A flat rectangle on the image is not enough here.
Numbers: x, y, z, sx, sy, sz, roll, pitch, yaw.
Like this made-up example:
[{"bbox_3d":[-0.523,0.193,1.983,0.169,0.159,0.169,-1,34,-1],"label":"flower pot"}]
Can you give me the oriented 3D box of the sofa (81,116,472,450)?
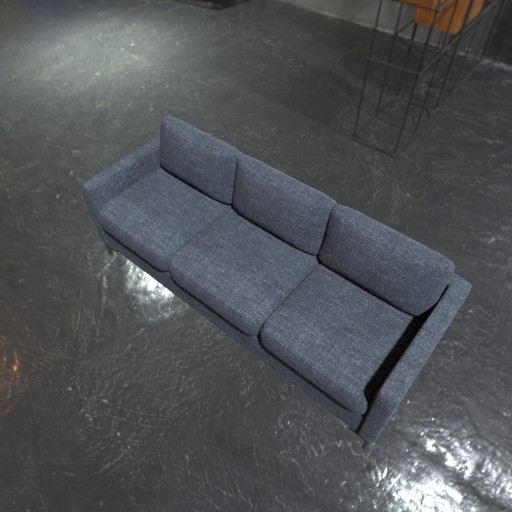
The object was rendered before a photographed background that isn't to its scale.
[{"bbox_3d":[0.000,0.000,2.696,2.218,0.874,0.859,32,57,24],"label":"sofa"}]
